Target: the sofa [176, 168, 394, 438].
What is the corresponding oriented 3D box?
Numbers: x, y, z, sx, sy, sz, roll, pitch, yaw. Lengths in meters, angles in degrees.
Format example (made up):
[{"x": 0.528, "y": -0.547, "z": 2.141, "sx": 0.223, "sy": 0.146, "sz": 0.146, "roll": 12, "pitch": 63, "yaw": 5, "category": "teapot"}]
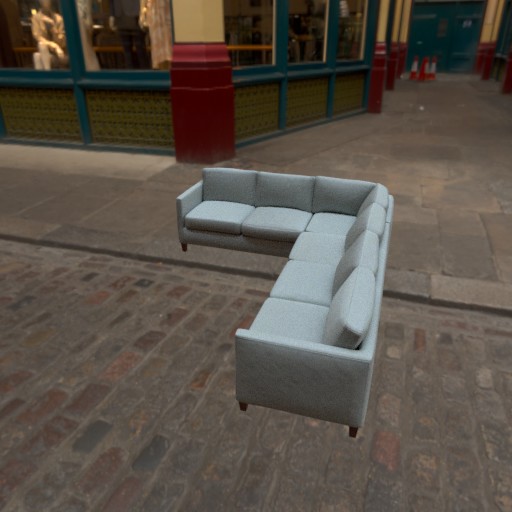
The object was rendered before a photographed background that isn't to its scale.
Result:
[{"x": 0.000, "y": 0.000, "z": 4.550, "sx": 2.592, "sy": 0.947, "sz": 3.301, "roll": 8, "pitch": 28, "yaw": 16, "category": "sofa"}]
